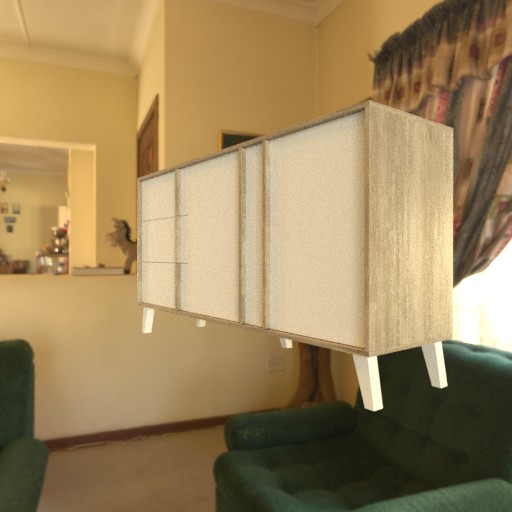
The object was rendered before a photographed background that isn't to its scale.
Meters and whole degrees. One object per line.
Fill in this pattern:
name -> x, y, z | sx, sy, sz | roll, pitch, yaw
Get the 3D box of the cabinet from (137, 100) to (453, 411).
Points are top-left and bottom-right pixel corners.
cabinet -> 0.000, 0.000, 1.998 | 0.450, 0.870, 1.600 | 0, 0, -38
